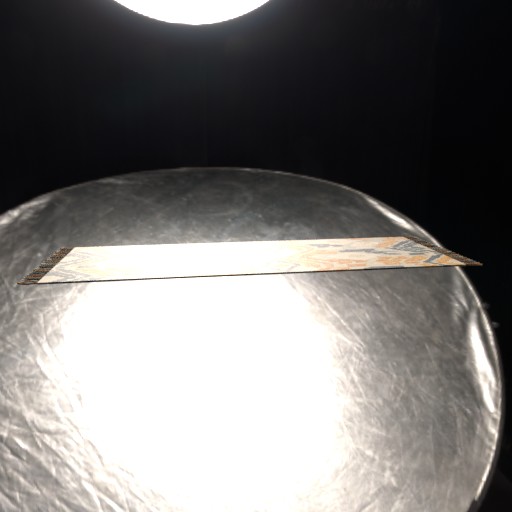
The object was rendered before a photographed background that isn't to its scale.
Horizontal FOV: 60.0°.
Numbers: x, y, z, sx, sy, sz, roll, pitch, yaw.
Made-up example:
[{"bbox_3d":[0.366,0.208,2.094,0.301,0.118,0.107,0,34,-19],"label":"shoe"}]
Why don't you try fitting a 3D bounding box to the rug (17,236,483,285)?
[{"bbox_3d":[0.000,0.000,2.655,2.437,0.010,0.783,-2,14,-8],"label":"rug"}]
